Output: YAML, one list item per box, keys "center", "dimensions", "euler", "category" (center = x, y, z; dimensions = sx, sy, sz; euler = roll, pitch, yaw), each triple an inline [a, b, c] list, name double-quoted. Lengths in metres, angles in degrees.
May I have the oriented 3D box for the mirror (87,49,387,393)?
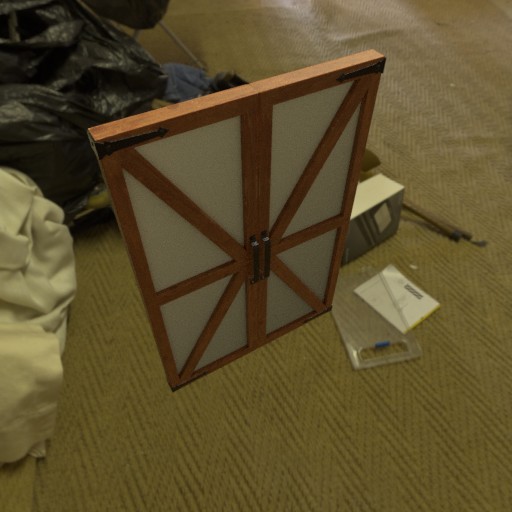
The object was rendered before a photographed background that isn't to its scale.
- center: [0.000, 0.000, 0.967]
  dimensions: [0.517, 0.761, 0.053]
  euler: [-24, 52, -20]
  category: "mirror"
